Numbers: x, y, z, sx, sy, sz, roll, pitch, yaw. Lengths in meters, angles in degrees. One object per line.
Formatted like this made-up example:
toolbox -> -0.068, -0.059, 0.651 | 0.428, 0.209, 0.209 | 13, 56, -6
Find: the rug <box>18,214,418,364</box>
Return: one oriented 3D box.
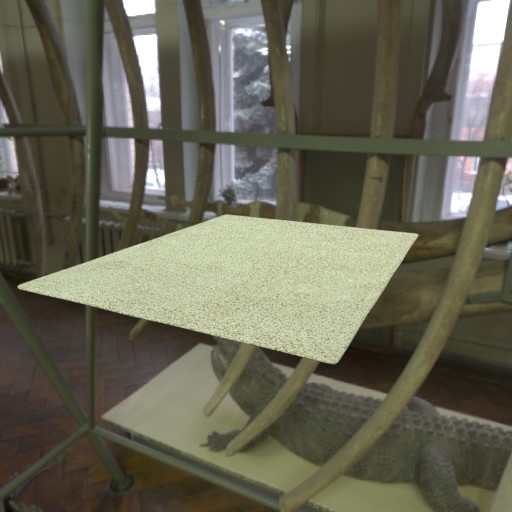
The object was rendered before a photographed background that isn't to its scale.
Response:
rug -> 0.000, 0.000, 4.050 | 2.438, 0.029, 3.047 | 8, 18, 26
